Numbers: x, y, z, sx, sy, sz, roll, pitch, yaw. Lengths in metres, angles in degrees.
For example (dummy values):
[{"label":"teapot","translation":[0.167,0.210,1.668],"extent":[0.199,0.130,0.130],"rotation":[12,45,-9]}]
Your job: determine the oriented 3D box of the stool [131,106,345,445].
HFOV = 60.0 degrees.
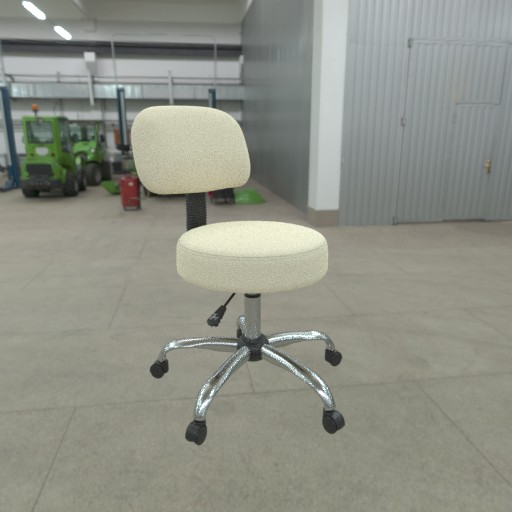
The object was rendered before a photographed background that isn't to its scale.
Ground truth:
[{"label":"stool","translation":[0.000,0.000,1.221],"extent":[0.609,0.810,0.616],"rotation":[-14,21,-42]}]
